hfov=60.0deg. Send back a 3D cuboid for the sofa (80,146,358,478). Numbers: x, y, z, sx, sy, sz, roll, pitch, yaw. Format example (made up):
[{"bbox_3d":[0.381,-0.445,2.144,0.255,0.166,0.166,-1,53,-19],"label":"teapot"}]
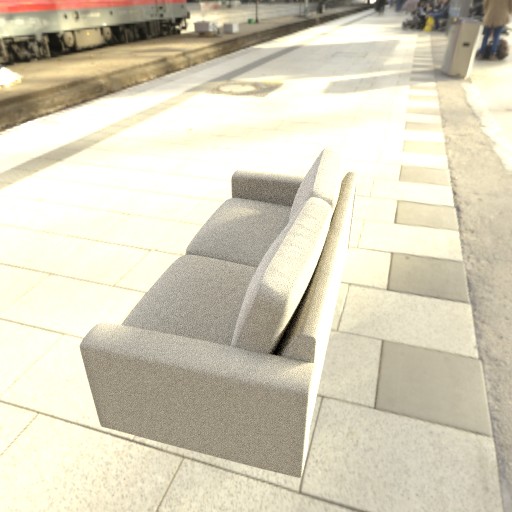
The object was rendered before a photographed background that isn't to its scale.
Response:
[{"bbox_3d":[0.000,0.000,2.691,1.016,0.873,2.179,8,32,13],"label":"sofa"}]
